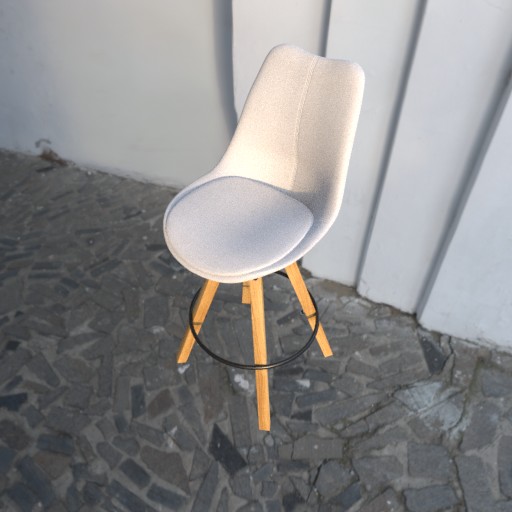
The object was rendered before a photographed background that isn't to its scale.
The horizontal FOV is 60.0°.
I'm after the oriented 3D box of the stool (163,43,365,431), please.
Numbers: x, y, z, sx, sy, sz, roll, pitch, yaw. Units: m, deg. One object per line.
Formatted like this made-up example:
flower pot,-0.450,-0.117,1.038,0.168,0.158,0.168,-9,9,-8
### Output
stool,0.000,0.000,1.419,0.484,1.115,0.550,30,51,28
